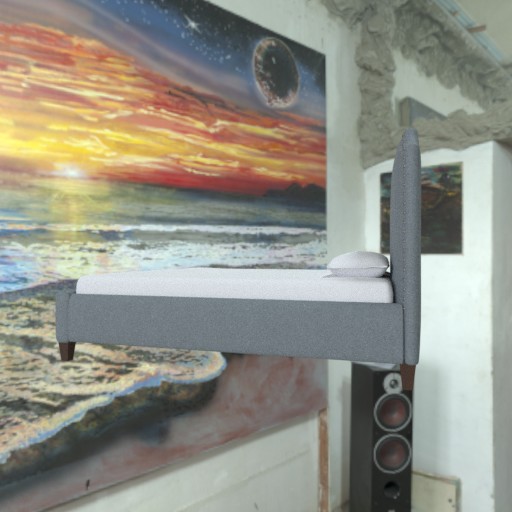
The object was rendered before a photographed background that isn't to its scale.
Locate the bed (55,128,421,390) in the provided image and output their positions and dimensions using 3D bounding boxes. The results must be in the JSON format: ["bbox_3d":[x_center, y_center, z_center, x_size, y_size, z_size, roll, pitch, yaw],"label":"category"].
[{"bbox_3d":[0.000,0.000,3.486,2.372,1.443,1.712,0,0,17],"label":"bed"}]
